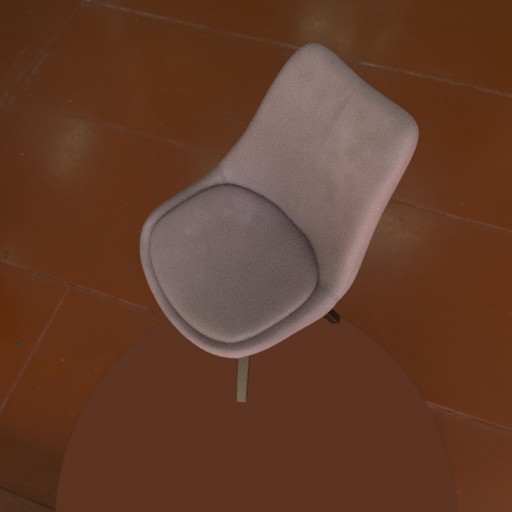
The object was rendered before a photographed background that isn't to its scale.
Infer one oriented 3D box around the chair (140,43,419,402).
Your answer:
[{"bbox_3d":[0.000,0.000,1.152,0.547,0.865,0.483,-34,68,-16],"label":"chair"}]
